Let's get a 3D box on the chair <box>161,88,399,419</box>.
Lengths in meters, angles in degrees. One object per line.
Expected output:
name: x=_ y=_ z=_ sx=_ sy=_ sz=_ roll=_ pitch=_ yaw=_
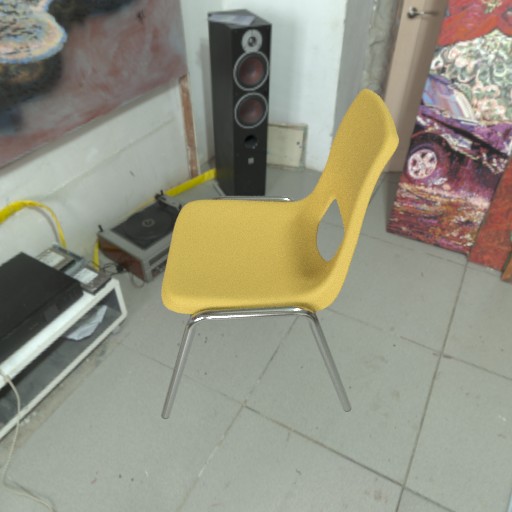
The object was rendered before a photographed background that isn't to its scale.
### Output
chair: x=0.000 y=0.000 z=0.936 sx=0.436 sy=0.653 sz=0.381 roll=0 pitch=41 yaw=-1
